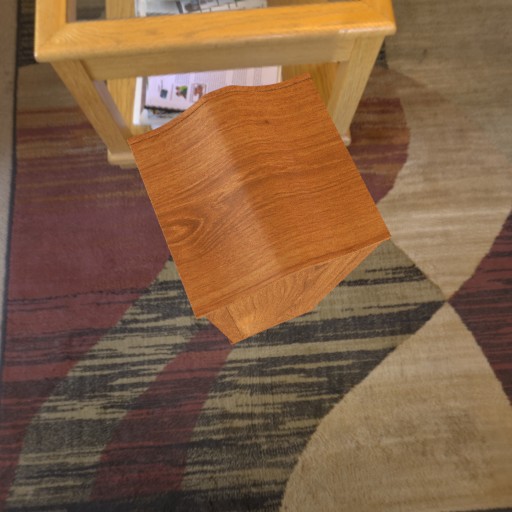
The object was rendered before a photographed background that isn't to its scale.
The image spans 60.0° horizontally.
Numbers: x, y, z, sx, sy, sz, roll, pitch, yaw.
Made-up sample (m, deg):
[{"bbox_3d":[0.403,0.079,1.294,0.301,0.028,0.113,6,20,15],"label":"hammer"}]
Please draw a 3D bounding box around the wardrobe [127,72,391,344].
[{"bbox_3d":[0.000,0.000,2.109,0.590,1.870,0.570,-22,77,-5],"label":"wardrobe"}]
